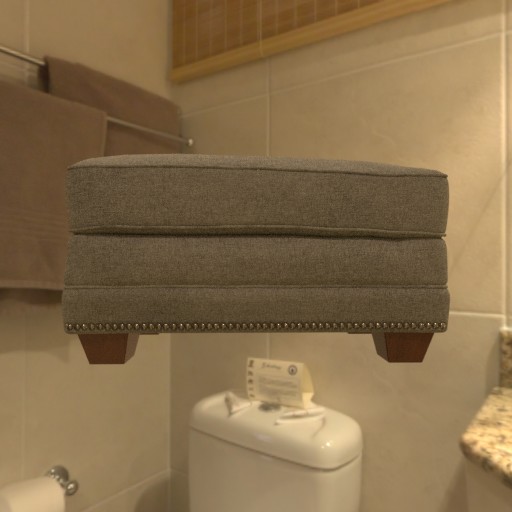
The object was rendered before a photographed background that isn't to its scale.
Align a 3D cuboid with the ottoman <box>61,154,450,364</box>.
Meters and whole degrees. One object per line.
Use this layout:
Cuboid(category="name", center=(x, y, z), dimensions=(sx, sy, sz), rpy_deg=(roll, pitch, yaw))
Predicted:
Cuboid(category="ottoman", center=(0.000, 0.000, 1.157), dimensions=(0.813, 0.457, 0.561), rpy_deg=(0, -1, -1))
